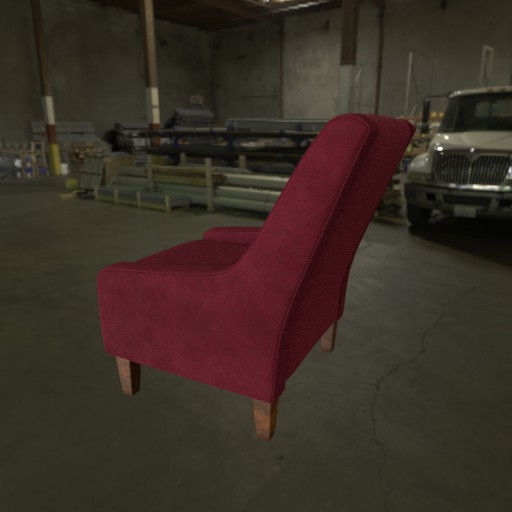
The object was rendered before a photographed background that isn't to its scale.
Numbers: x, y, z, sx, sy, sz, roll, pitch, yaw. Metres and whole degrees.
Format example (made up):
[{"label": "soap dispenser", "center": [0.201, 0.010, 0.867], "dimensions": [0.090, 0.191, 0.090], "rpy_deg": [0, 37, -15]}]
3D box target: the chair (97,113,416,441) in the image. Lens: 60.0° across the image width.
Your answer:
[{"label": "chair", "center": [0.000, 0.000, 1.696], "dimensions": [0.985, 1.017, 0.793], "rpy_deg": [8, 18, 25]}]
